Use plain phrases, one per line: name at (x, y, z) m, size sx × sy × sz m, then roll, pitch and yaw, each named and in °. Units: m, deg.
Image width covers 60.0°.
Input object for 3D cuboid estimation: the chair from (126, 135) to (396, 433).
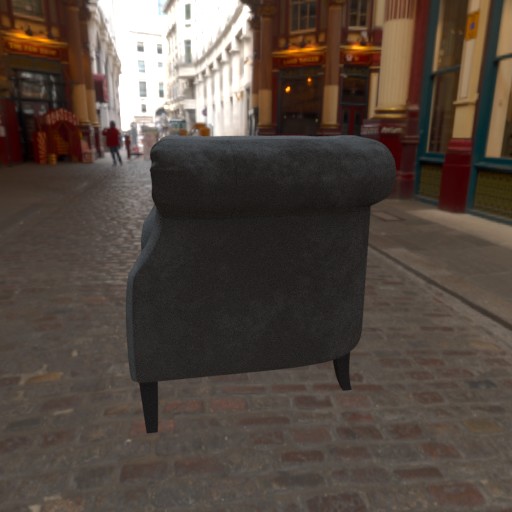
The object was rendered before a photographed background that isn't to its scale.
chair at (0.000, 0.000, 1.576) m, size 0.851 × 0.826 × 0.904 m, roll -3°, pitch 16°, yaw -10°
